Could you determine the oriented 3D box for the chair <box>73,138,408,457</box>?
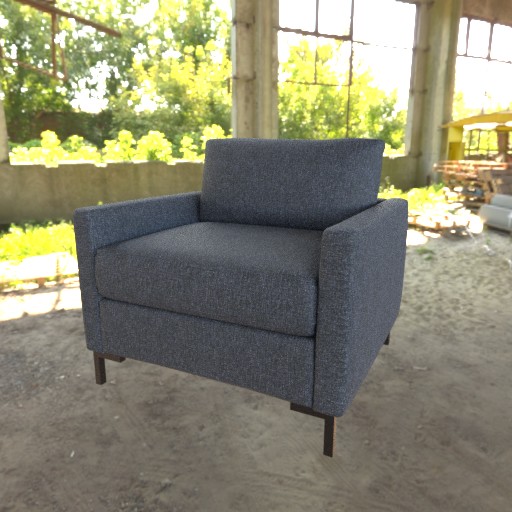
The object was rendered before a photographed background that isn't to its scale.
[{"bbox_3d":[0.000,0.000,1.638,0.963,0.861,0.866,7,15,26],"label":"chair"}]
